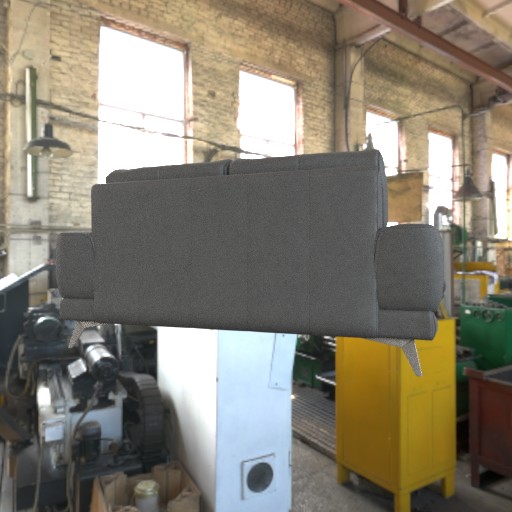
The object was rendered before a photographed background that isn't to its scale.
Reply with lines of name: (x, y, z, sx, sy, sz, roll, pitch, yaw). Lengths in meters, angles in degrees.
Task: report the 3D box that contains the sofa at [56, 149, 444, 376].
sofa: (0.000, 0.000, 2.364, 1.806, 0.907, 1.018, 0, 0, 19)
